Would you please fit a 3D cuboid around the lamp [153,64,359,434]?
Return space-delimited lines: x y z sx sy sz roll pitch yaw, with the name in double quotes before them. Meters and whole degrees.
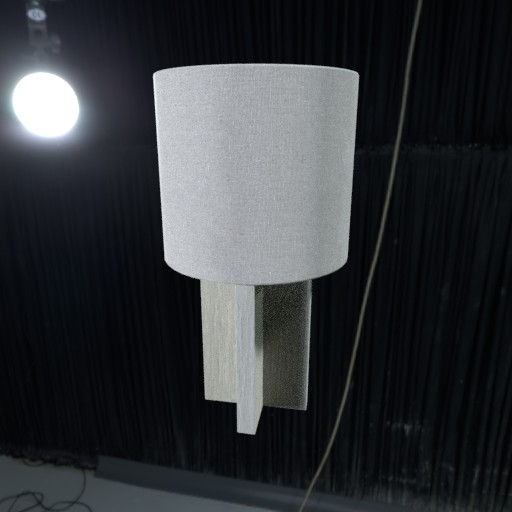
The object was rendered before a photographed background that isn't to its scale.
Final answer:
"lamp" 0.000 0.000 0.566 0.229 0.428 0.229 3 17 10
